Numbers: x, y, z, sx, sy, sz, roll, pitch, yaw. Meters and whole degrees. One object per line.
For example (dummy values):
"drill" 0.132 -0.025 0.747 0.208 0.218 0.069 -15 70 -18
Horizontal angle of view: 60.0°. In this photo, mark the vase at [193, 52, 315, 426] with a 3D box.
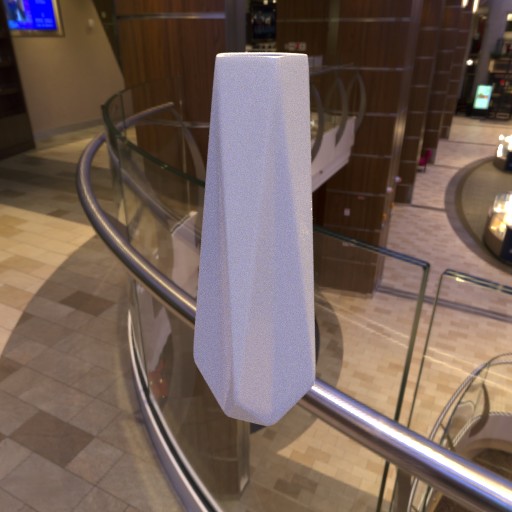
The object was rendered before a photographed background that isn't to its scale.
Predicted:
"vase" 0.000 0.000 0.397 0.122 0.329 0.116 -9 28 -17
